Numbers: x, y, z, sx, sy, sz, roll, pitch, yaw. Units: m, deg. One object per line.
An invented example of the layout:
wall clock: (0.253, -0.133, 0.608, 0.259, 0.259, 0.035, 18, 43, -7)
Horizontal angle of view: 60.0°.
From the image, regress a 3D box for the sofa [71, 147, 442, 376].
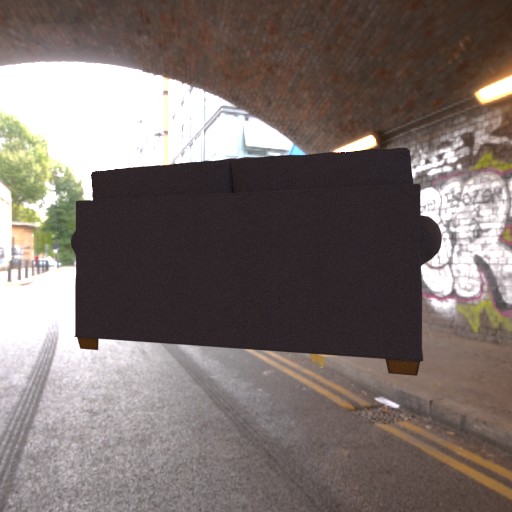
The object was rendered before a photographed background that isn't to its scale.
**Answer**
sofa: (0.000, 0.000, 2.602, 2.009, 1.031, 0.951, 0, 0, 19)
